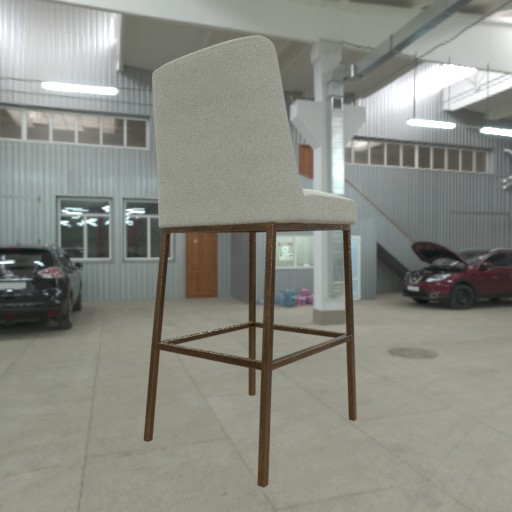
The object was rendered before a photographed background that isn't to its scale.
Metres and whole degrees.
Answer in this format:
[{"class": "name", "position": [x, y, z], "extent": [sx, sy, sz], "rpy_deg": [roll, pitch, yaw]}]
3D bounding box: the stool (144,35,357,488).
[{"class": "stool", "position": [0.000, 0.000, 1.376], "extent": [0.462, 1.084, 0.546], "rpy_deg": [1, 1, 37]}]
